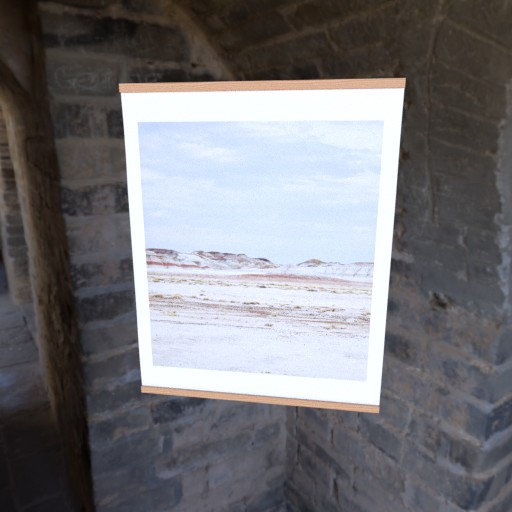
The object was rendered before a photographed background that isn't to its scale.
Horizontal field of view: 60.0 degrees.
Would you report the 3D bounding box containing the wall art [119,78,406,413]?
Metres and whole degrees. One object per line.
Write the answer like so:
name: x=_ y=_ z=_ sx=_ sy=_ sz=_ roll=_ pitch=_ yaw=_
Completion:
wall art: x=0.000 y=0.000 z=0.687 sx=0.404 sy=0.507 sz=0.010 roll=2 pitch=15 yaw=8
